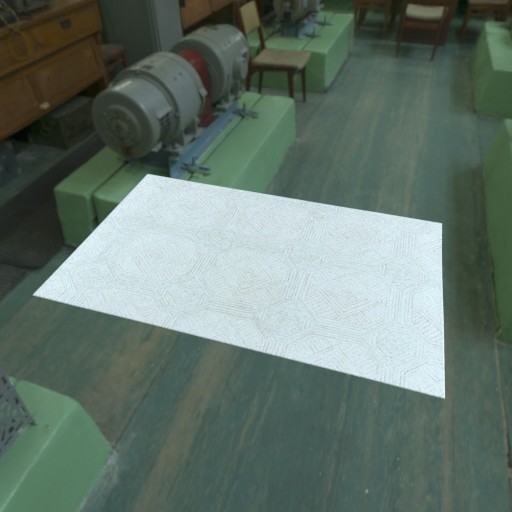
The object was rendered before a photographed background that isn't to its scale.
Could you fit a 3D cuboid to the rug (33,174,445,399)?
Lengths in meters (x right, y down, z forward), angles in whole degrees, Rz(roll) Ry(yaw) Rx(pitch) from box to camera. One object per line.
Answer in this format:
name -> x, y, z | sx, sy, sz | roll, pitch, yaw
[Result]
rug -> 0.000, 0.000, 3.032 | 2.440, 0.008, 1.524 | 11, 42, 13
